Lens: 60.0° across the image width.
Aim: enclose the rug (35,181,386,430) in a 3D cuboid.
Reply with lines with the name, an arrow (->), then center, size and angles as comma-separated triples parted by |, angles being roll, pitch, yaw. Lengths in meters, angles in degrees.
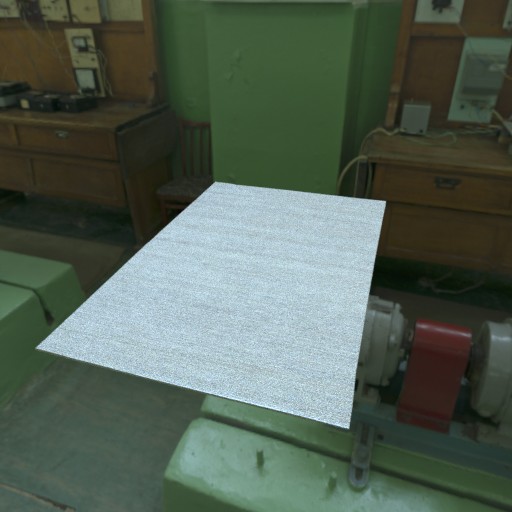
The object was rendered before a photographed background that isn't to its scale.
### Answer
rug -> 0.000, 0.000, 2.257 | 1.179, 0.022, 1.820 | 9, 32, 15
